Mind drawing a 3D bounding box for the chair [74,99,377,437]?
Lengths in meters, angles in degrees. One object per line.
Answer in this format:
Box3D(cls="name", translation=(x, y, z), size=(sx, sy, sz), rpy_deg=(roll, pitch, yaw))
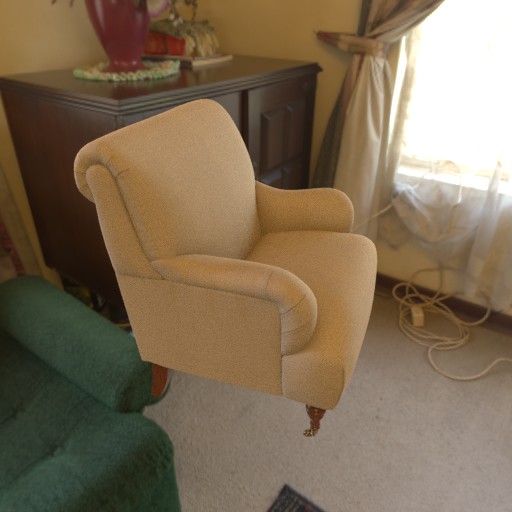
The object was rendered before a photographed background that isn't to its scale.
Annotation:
Box3D(cls="chair", translation=(0.000, 0.000, 1.582), size=(0.842, 0.942, 0.766), rpy_deg=(10, 31, 17))
